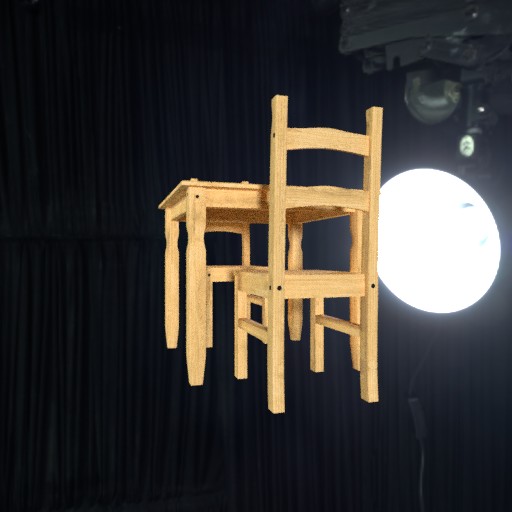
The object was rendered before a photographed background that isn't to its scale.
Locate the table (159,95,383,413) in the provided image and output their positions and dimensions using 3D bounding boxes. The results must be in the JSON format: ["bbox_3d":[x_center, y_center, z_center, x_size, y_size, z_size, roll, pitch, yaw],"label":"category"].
[{"bbox_3d":[0.000,0.000,2.068,0.813,0.942,1.501,0,0,-18],"label":"table"}]
